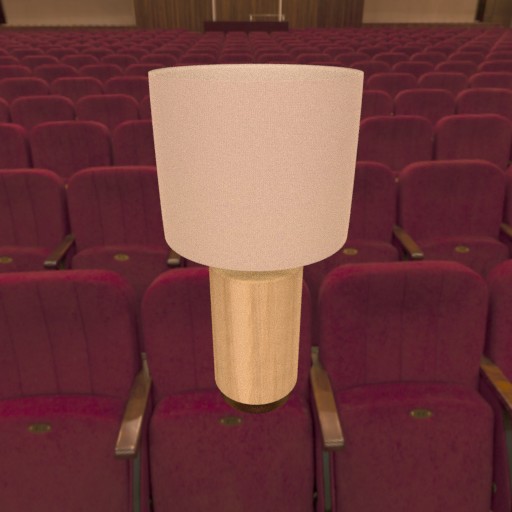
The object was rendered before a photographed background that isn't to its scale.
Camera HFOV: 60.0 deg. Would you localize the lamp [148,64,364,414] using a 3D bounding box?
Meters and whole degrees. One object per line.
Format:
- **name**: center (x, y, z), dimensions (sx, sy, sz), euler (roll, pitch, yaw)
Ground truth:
- **lamp**: center (0.000, 0.000, 0.575), dimensions (0.228, 0.444, 0.228), euler (-1, 27, -2)
